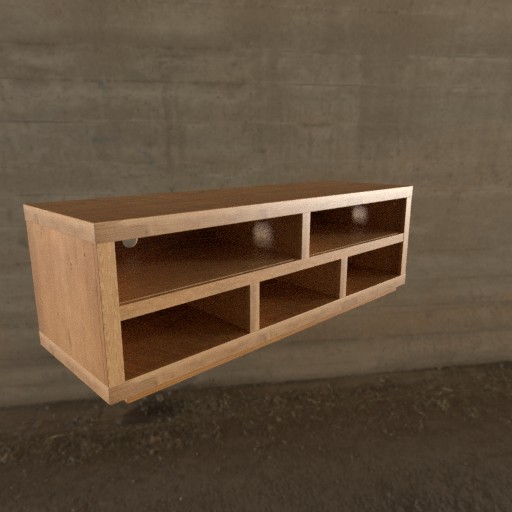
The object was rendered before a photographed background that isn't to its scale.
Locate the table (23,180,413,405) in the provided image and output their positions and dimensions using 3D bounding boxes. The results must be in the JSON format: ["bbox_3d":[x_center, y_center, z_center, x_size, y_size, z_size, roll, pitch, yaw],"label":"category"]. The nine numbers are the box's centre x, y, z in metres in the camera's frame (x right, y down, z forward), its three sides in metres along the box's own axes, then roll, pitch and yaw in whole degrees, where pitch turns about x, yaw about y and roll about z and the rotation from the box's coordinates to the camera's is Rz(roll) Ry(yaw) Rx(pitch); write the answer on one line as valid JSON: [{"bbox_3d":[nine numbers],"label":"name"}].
[{"bbox_3d":[0.000,0.000,1.743,1.499,0.491,0.499,-13,19,-42],"label":"table"}]
